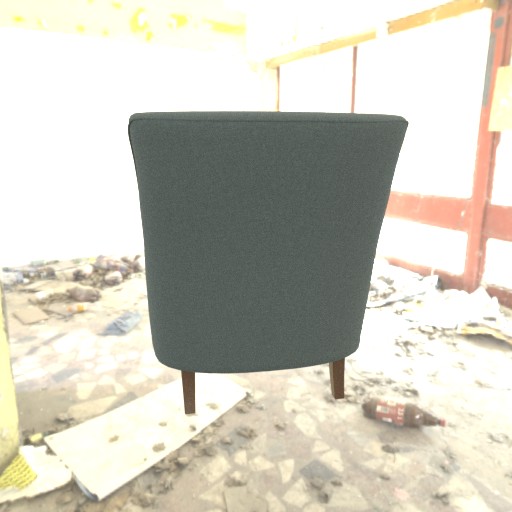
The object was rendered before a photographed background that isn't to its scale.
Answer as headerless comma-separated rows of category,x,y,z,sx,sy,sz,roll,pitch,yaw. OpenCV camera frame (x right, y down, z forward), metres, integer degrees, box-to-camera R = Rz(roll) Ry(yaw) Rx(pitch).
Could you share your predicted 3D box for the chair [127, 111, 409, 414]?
chair,0.000,0.000,1.551,0.756,0.916,0.879,-2,14,-9
